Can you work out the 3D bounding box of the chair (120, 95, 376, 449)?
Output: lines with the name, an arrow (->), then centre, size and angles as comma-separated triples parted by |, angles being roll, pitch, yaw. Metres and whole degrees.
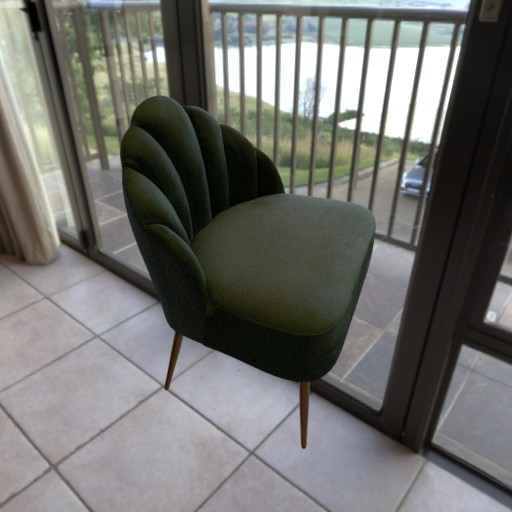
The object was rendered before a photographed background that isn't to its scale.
chair -> 0.000, 0.000, 1.250 | 0.599, 0.819, 0.657 | 12, 33, 18
